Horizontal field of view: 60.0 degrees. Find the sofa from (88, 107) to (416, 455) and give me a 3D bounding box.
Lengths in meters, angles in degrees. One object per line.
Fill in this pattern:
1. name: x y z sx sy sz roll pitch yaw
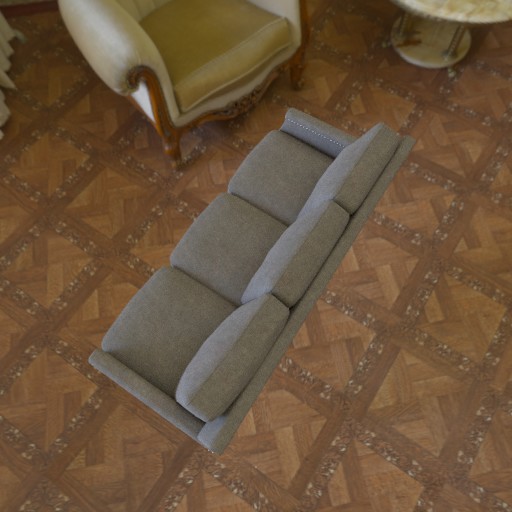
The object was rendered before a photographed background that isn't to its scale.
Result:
1. sofa: 0.000 0.000 2.897 1.034 1.042 2.226 30 68 13
